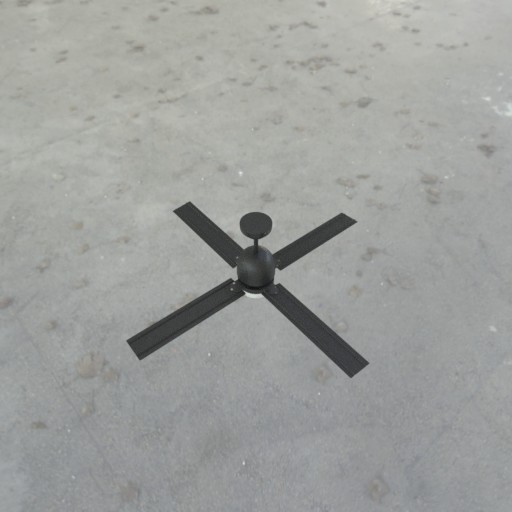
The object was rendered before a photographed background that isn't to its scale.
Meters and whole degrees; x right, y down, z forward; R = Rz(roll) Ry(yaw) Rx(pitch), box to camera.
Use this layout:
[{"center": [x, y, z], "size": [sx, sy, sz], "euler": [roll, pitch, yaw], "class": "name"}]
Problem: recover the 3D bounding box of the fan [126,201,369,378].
[{"center": [0.000, 0.000, 2.028], "size": [1.319, 0.410, 1.319], "euler": [-32, 54, -27], "class": "fan"}]
